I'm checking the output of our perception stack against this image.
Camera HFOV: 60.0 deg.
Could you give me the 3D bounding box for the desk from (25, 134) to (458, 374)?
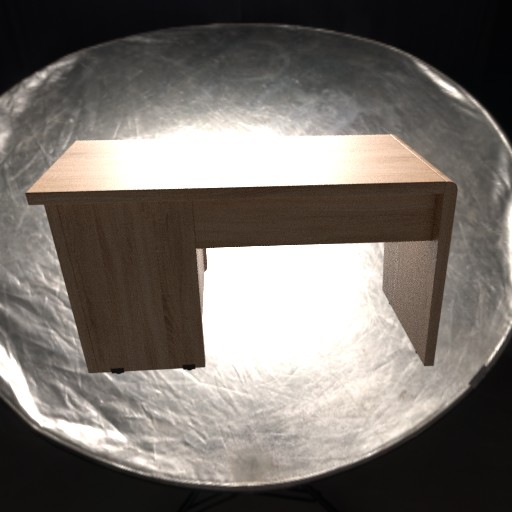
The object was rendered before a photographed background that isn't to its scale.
[{"bbox_3d":[0.000,0.000,1.653,1.300,0.750,0.500,-2,31,-4],"label":"desk"}]
